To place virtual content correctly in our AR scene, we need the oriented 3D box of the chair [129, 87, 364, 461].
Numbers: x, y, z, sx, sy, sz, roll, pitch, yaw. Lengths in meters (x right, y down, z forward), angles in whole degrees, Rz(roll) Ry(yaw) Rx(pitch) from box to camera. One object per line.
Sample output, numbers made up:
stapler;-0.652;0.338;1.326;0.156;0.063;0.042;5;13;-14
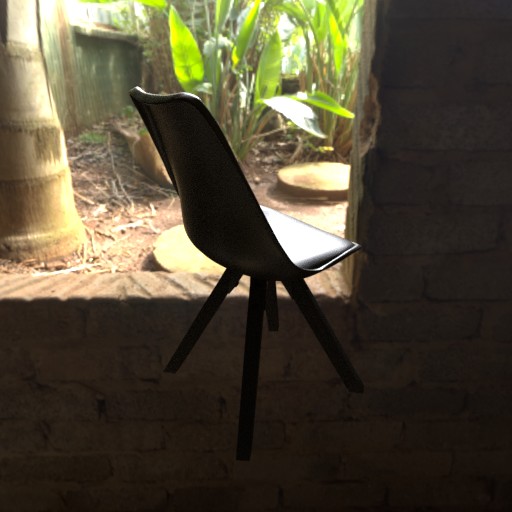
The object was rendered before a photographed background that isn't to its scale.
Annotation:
chair;0.000;0.000;1.183;0.530;0.850;0.485;-16;29;-32
